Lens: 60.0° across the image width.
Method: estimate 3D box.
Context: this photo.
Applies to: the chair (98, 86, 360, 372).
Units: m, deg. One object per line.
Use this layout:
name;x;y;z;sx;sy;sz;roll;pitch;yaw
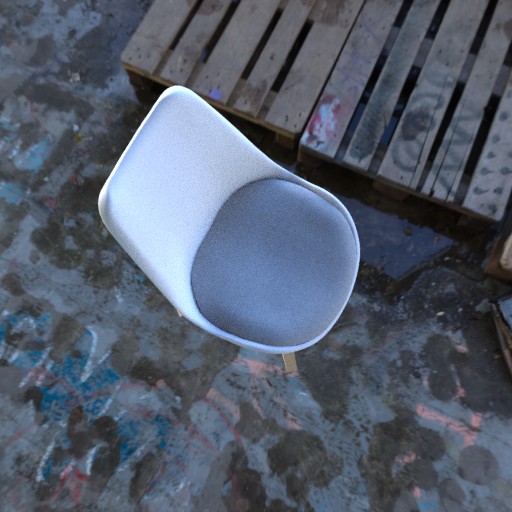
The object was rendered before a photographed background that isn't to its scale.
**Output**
chair;0.000;0.000;1.219;0.550;0.850;0.485;26;77;6
